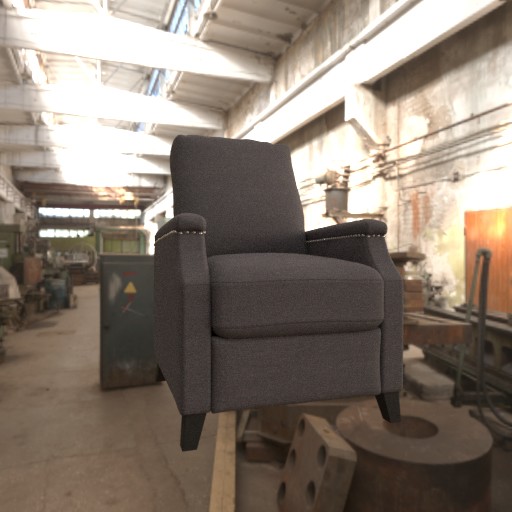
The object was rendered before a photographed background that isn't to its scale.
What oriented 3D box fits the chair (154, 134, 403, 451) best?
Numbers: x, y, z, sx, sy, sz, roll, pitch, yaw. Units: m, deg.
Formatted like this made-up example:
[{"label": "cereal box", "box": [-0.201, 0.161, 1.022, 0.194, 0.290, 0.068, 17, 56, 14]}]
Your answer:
[{"label": "chair", "box": [0.000, 0.000, 1.681, 0.710, 1.049, 0.922, 0, 0, -18]}]
